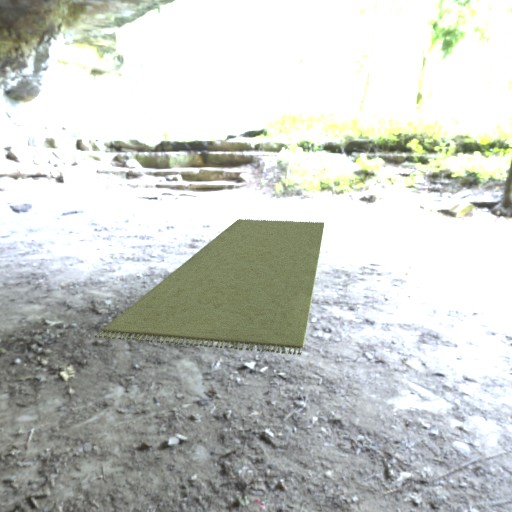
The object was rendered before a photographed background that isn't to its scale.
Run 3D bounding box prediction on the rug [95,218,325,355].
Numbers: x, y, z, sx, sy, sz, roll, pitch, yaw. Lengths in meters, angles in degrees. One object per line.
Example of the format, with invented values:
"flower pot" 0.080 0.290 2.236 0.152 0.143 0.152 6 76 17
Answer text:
"rug" 0.000 0.000 2.834 0.795 0.015 2.544 3 15 10
